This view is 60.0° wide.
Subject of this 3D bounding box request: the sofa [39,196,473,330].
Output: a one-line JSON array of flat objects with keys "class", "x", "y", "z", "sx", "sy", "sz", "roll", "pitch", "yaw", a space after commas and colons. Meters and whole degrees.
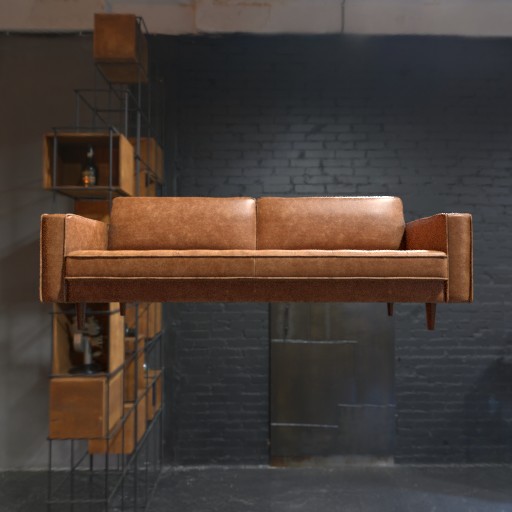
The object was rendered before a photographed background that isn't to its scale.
[{"class": "sofa", "x": 0.000, "y": 0.000, "z": 2.623, "sx": 2.199, "sy": 0.779, "sz": 0.886, "roll": 0, "pitch": -2, "yaw": 0}]
